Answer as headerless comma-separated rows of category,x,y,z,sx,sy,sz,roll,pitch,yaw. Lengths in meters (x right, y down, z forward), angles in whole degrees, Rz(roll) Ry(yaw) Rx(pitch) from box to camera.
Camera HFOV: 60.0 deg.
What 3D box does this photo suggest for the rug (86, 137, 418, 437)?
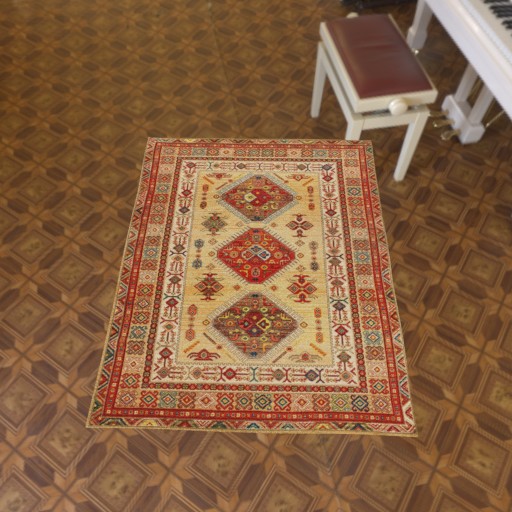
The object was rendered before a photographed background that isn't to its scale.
rug,0.000,0.000,4.075,2.460,0.005,3.067,1,58,1
